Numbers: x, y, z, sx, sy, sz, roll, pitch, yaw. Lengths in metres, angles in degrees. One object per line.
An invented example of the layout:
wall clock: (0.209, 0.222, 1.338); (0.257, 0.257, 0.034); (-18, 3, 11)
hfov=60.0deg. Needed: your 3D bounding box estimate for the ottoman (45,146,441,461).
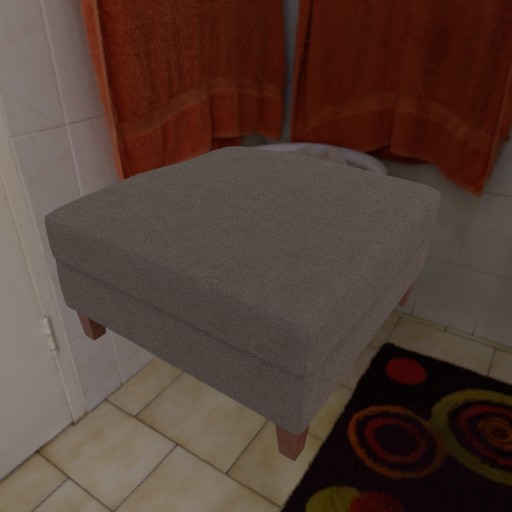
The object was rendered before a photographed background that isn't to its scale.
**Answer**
ottoman: (0.000, 0.000, 1.396); (0.861, 0.482, 0.881); (19, 35, 30)
